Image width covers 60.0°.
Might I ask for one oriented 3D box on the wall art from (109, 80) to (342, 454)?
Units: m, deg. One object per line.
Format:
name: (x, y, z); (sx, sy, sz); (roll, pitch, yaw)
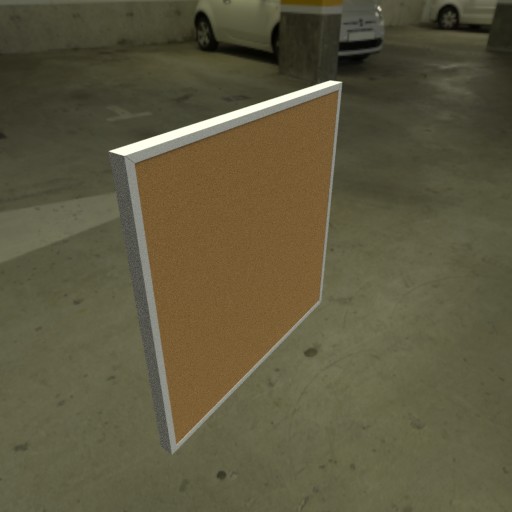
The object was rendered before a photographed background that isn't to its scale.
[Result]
wall art: (0.000, 0.000, 1.169); (0.038, 0.762, 0.762); (21, 37, 30)
